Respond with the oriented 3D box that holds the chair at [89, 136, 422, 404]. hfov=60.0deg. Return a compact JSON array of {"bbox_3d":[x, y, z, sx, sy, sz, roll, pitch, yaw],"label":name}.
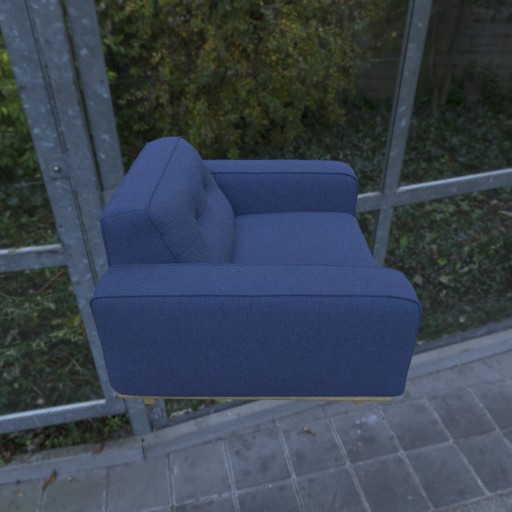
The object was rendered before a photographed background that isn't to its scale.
[{"bbox_3d":[0.000,0.000,1.778,0.953,0.783,1.118,0,32,0],"label":"chair"}]
